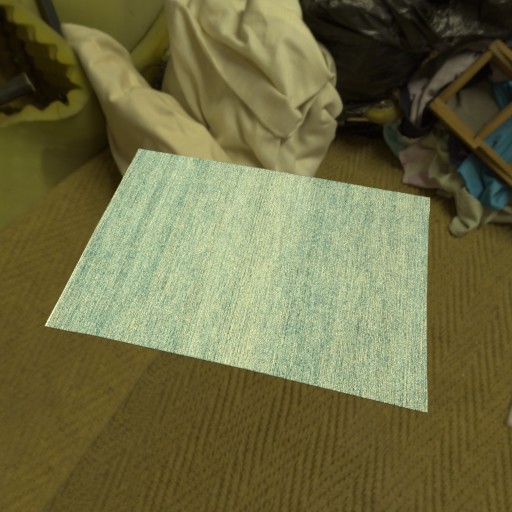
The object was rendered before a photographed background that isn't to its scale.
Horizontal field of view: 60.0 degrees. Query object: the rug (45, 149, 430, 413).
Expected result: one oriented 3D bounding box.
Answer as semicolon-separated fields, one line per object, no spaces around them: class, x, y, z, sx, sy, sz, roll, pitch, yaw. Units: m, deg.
rug;0.000;0.000;5.300;4.078;0.052;2.802;11;58;7
